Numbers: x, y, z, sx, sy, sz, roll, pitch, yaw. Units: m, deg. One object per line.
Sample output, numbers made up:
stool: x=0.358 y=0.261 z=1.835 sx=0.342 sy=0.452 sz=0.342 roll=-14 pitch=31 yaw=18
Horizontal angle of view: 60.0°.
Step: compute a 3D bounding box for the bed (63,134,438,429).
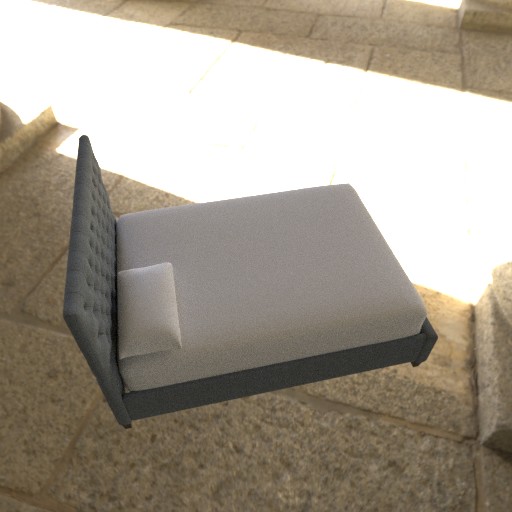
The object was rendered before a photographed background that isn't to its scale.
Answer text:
bed: x=0.000 y=0.000 z=3.387 sx=2.335 sy=1.411 sz=1.698 roll=-9 pitch=47 yaw=-9
